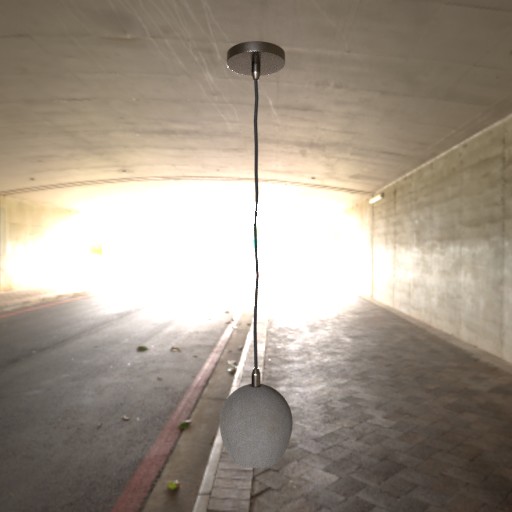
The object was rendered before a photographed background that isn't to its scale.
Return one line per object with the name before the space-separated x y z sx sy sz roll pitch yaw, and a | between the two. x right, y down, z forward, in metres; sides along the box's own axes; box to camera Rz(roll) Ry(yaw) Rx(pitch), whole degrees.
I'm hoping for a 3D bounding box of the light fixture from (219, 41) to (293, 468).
light fixture | 0.000 0.000 0.844 0.139 0.764 0.139 0 1 35
